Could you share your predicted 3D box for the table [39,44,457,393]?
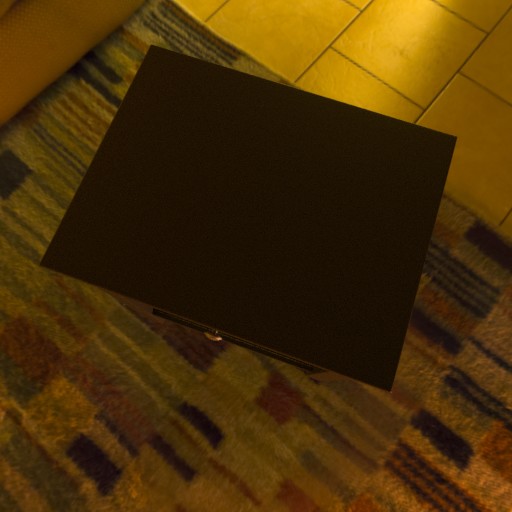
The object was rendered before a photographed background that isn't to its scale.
[{"bbox_3d":[0.000,0.000,1.024,0.564,0.646,0.451,19,75,5],"label":"table"}]
